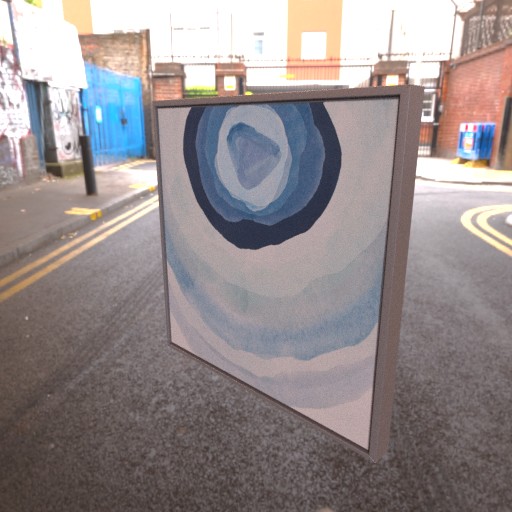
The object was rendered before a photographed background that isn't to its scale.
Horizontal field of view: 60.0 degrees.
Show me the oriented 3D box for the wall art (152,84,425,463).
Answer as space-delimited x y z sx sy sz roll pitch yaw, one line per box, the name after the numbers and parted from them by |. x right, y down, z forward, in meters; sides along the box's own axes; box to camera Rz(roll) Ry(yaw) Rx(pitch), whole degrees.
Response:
0.000 0.000 0.510 0.349 0.349 0.028 15 22 42 | wall art
